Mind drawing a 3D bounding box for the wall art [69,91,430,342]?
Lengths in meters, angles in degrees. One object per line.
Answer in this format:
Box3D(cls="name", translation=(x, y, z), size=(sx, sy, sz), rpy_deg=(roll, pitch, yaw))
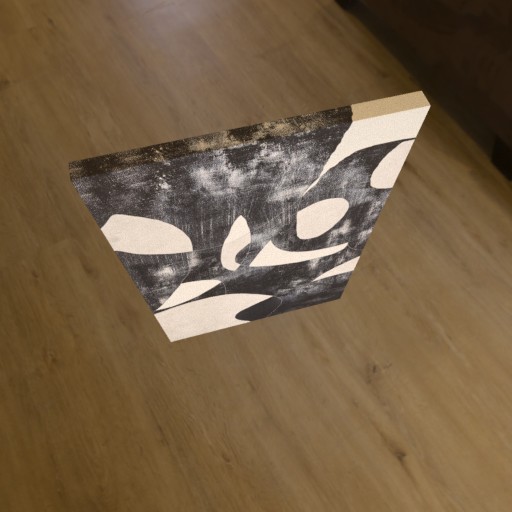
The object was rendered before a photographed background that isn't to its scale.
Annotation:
Box3D(cls="wall art", translation=(0.000, 0.000, 1.143), size=(0.610, 0.915, 0.041), rpy_deg=(-13, 64, -7))
